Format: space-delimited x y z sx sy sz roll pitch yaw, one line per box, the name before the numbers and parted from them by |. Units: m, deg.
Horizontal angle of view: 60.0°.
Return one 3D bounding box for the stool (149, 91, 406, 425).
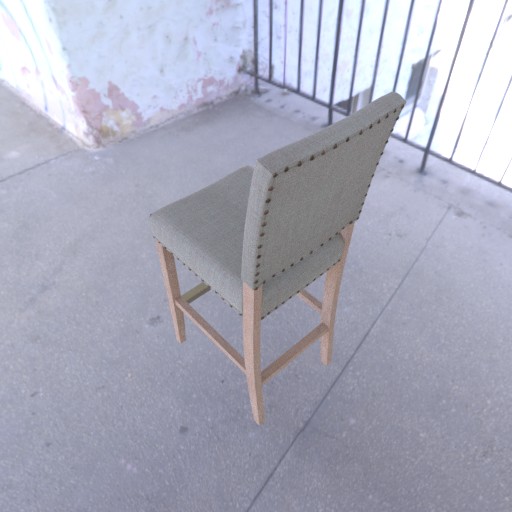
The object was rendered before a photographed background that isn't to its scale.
stool | 0.000 0.000 1.477 0.445 1.173 0.585 -33 54 -28
